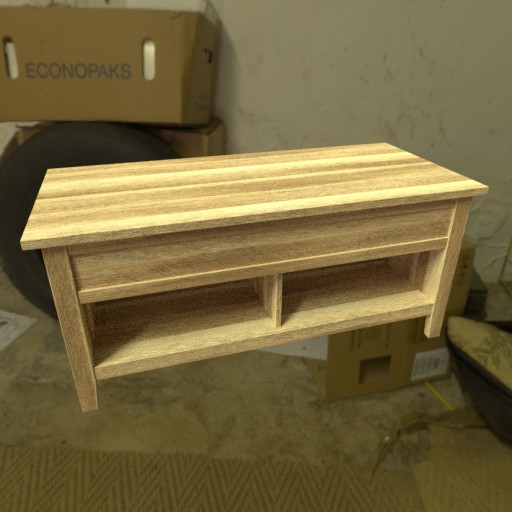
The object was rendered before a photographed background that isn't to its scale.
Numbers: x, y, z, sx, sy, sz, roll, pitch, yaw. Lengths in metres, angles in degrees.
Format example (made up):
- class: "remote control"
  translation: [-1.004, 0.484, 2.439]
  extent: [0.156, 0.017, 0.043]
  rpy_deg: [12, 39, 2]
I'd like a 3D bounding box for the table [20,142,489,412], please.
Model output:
- class: "table"
  translation: [0.000, 0.000, 1.311]
  extent: [1.095, 0.480, 0.493]
  rpy_deg: [-8, 29, -15]
